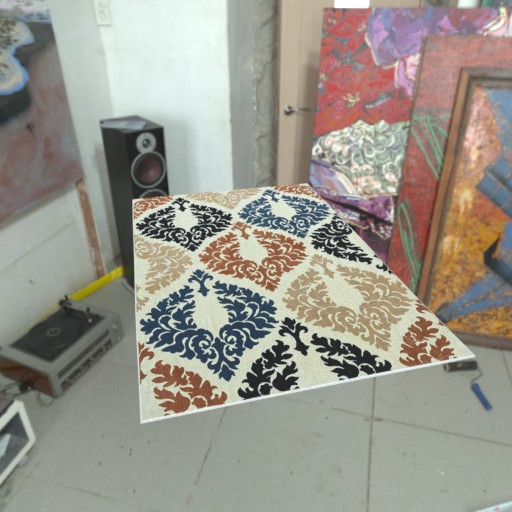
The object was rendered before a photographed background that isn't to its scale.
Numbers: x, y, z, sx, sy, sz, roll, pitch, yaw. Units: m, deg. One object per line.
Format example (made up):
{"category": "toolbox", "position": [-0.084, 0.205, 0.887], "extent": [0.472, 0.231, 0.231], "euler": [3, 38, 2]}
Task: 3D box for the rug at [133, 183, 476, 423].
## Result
{"category": "rug", "position": [0.000, 0.000, 2.830], "extent": [1.514, 0.014, 2.275], "euler": [-7, 31, -12]}
